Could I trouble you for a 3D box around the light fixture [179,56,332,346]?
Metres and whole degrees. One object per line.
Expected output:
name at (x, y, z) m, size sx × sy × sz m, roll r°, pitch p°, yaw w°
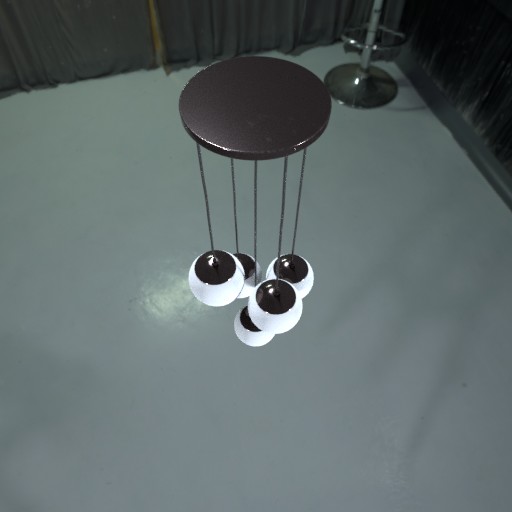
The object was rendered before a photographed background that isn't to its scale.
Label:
light fixture at (0.000, 0.000, 1.530) m, size 0.489 × 1.271 × 0.484 m, roll -15°, pitch 57°, yaw -10°
